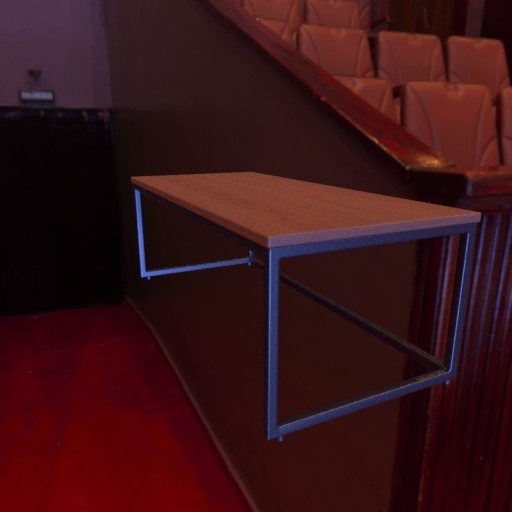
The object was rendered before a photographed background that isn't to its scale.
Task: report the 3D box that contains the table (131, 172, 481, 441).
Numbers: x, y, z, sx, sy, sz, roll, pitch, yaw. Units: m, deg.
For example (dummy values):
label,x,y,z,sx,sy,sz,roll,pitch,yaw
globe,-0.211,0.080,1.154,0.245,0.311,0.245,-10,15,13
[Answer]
label,x,y,z,sx,sy,sz,roll,pitch,yaw
table,0.000,0.000,1.340,0.500,0.400,1.100,-8,17,-25
